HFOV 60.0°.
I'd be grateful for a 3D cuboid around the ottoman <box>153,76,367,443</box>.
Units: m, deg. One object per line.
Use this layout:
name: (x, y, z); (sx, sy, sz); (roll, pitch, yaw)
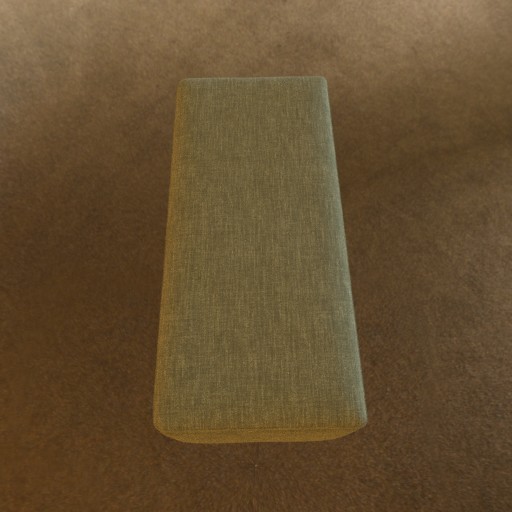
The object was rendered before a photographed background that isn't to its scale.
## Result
ottoman: (0.000, 0.000, 1.168); (0.419, 0.432, 0.902); (-1, 65, 0)
